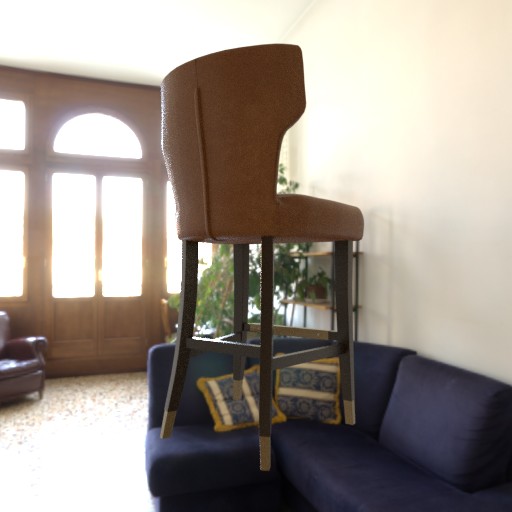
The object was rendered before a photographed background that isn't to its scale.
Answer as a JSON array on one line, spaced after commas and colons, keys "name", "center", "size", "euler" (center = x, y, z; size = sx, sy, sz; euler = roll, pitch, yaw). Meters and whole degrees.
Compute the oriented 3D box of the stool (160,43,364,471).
[{"name": "stool", "center": [0.000, 0.000, 1.414], "size": [0.526, 1.092, 0.563], "euler": [-1, -2, 35]}]
